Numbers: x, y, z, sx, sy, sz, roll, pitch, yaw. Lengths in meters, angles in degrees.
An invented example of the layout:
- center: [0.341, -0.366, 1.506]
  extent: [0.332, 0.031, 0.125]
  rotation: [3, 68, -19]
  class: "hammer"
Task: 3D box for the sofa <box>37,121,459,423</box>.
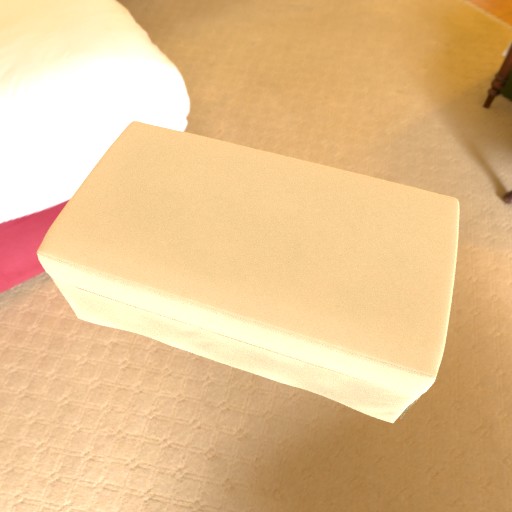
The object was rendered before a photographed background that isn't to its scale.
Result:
- center: [0.000, 0.000, 2.087]
  extent: [1.677, 0.552, 0.939]
  rotation: [16, 58, 10]
  class: "sofa"
